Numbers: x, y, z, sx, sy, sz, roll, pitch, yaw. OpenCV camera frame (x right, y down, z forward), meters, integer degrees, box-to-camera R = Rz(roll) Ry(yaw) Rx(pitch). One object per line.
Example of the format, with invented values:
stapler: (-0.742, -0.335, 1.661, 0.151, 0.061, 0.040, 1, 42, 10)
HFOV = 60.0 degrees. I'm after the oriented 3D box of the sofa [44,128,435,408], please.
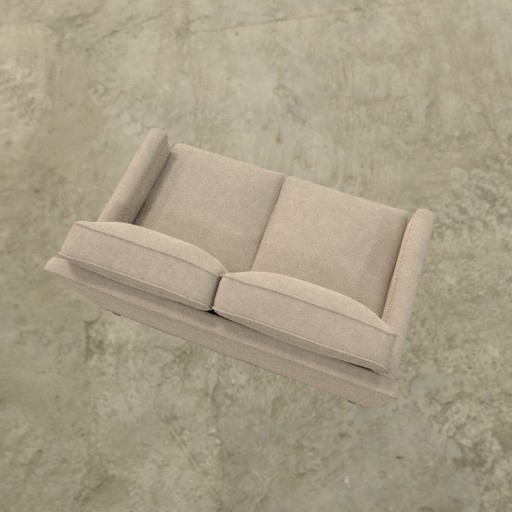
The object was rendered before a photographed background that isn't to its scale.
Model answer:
sofa: (0.000, 0.000, 2.259, 1.597, 1.002, 1.084, 18, 66, 9)
